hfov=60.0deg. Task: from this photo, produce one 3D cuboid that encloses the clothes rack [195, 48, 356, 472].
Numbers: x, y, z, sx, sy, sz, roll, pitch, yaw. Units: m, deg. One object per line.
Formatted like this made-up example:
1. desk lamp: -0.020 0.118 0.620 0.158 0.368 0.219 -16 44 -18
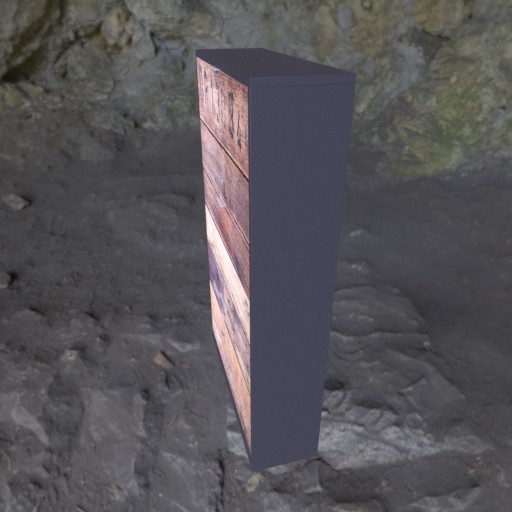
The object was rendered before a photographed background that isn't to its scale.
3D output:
1. clothes rack: 0.000 0.000 1.567 0.250 1.280 0.750 -8 30 -13
